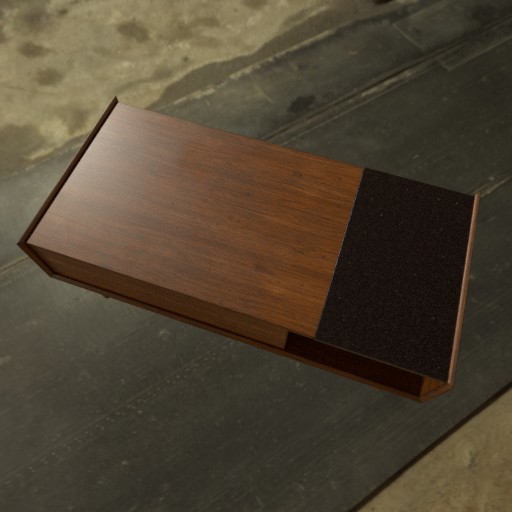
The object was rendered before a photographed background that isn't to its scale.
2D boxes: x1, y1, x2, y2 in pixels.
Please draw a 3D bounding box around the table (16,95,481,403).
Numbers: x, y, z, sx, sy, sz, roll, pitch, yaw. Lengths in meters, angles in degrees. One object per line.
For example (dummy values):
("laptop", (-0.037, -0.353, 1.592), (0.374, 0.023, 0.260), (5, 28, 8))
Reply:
("table", (0.000, 0.000, 1.517), (1.221, 0.508, 0.610), (17, 65, 8))
